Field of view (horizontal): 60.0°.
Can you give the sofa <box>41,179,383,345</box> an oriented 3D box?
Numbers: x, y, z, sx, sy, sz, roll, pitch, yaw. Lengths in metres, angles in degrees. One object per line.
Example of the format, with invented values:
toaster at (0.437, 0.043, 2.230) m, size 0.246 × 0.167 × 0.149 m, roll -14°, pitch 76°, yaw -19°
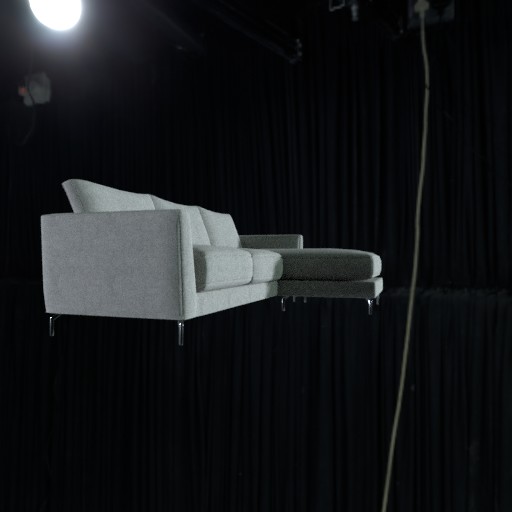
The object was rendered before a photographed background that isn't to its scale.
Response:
sofa at (0.000, 0.000, 3.194) m, size 1.626 × 0.864 × 2.438 m, roll 0°, pitch 0°, yaw 19°
